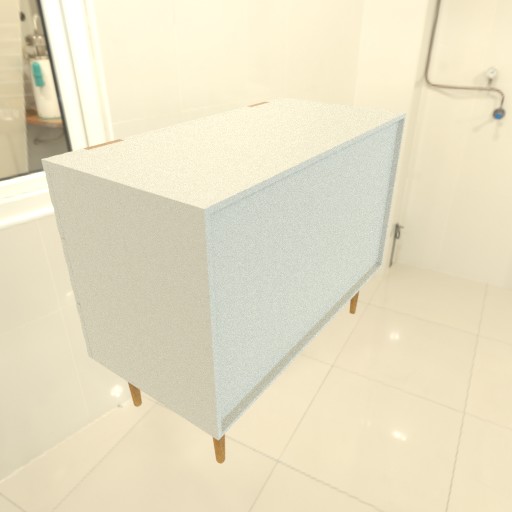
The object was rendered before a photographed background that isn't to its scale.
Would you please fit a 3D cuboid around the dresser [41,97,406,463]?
[{"bbox_3d":[0.000,0.000,1.297,0.457,0.721,0.905,19,34,31],"label":"dresser"}]
